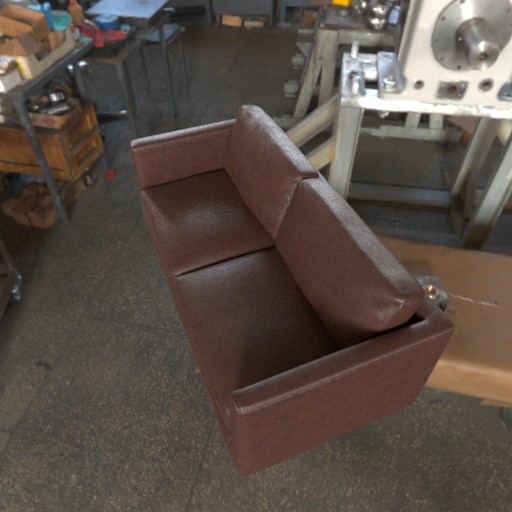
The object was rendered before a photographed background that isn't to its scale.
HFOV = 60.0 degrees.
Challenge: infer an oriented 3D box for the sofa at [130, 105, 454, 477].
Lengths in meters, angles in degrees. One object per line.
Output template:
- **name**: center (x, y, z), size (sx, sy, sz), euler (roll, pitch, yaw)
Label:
- **sofa**: center (0.000, 0.000, 2.407), size (0.951, 0.933, 1.883), euler (-16, 48, -16)
